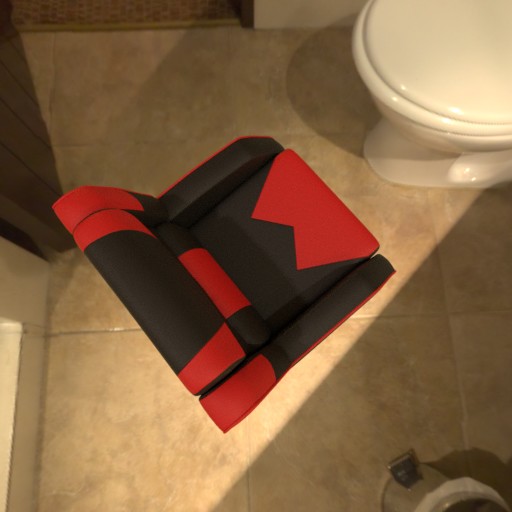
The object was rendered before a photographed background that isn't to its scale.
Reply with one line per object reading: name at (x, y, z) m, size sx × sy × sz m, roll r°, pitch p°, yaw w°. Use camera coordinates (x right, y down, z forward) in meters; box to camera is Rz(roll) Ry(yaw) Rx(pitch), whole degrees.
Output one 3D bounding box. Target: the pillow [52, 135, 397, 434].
pillow at (0.000, 0.000, 1.307) m, size 0.672 × 0.805 × 0.620 m, roll -39°, pitch 79°, yaw -9°
